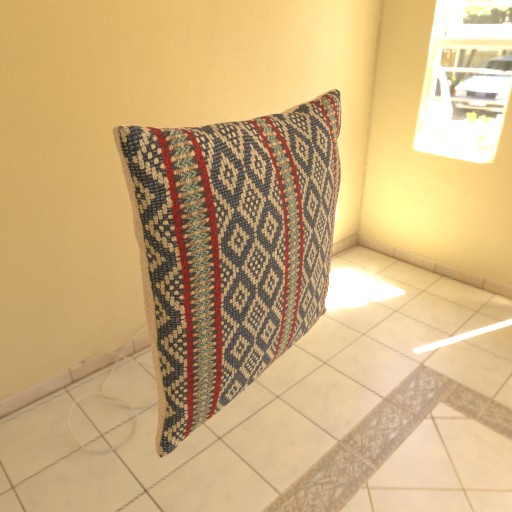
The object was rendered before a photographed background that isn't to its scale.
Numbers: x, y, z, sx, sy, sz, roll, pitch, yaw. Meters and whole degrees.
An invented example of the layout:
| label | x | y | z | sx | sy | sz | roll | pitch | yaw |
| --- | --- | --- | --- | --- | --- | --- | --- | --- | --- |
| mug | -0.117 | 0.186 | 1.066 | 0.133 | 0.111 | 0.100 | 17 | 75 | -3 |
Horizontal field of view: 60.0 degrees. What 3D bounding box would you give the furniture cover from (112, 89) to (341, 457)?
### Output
| label | x | y | z | sx | sy | sz | roll | pitch | yaw |
| --- | --- | --- | --- | --- | --- | --- | --- | --- | --- |
| furniture cover | 0.000 | 0.000 | 0.650 | 0.139 | 0.431 | 0.431 | 18 | 32 | 32 |
